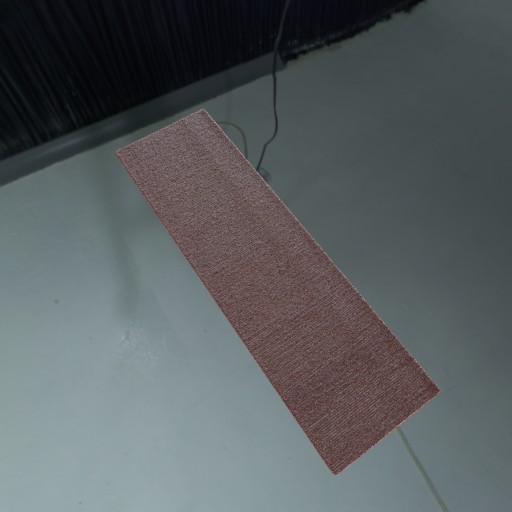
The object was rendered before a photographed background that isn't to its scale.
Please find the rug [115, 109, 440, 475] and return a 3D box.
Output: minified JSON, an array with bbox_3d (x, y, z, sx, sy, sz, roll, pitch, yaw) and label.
[{"bbox_3d":[0.000,0.000,2.570,0.687,0.012,2.307,-31,67,-15],"label":"rug"}]
